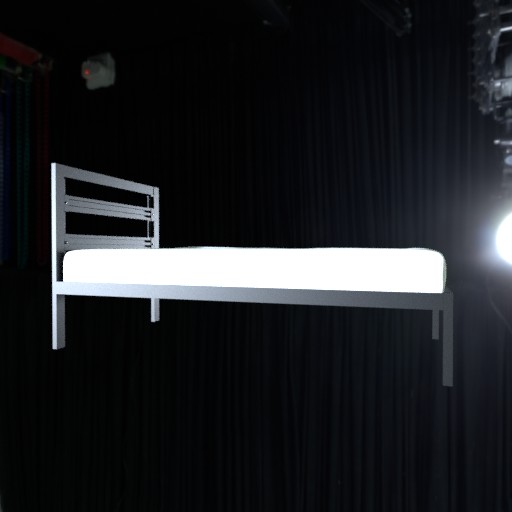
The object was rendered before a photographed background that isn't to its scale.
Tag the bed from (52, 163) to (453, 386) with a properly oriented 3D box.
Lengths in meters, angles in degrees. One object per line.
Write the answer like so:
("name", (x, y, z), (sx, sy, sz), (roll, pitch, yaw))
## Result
("bed", (0.000, 0.000, 2.463), (1.930, 0.967, 0.991), (0, 1, 19))
